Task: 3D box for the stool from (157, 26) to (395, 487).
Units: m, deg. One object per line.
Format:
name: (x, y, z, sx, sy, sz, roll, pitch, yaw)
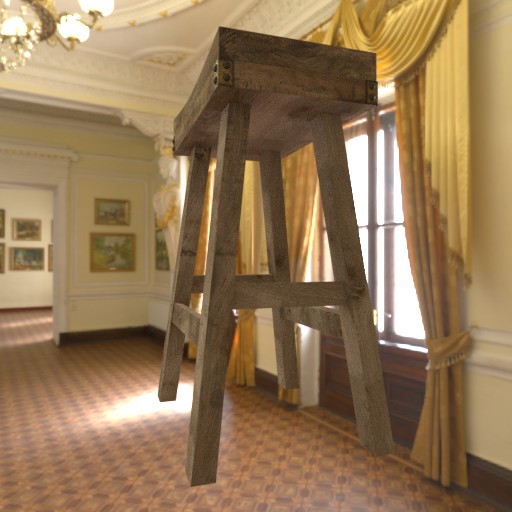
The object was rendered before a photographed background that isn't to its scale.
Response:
stool: (0.000, 0.000, 0.860, 0.330, 0.635, 0.450, 0, 0, -19)
